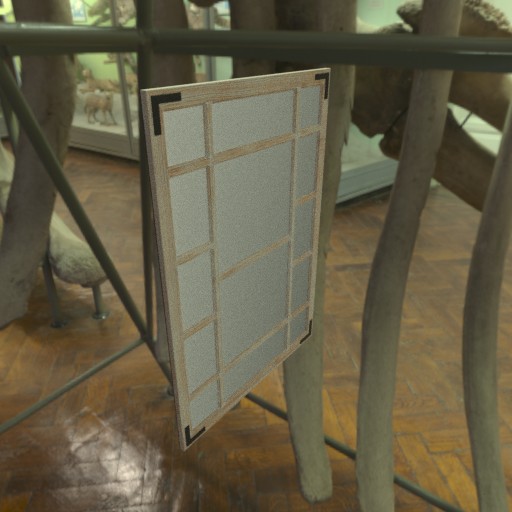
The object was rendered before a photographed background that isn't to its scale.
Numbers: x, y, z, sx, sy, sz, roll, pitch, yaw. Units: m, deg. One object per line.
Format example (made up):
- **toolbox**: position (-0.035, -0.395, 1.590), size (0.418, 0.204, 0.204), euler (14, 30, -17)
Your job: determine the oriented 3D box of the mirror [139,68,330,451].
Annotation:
- **mirror**: position (0.000, 0.000, 1.322), size (0.025, 0.996, 0.705), euler (20, 33, 33)
